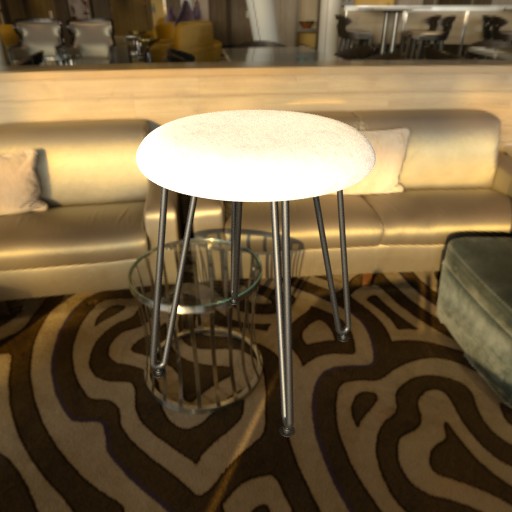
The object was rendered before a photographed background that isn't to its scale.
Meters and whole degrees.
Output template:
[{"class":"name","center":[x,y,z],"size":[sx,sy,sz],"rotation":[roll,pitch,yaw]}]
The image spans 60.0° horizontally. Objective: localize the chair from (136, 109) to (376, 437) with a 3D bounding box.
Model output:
[{"class":"chair","center":[0.000,0.000,0.664],"size":[0.350,0.386,0.350],"rotation":[-8,30,-14]}]
